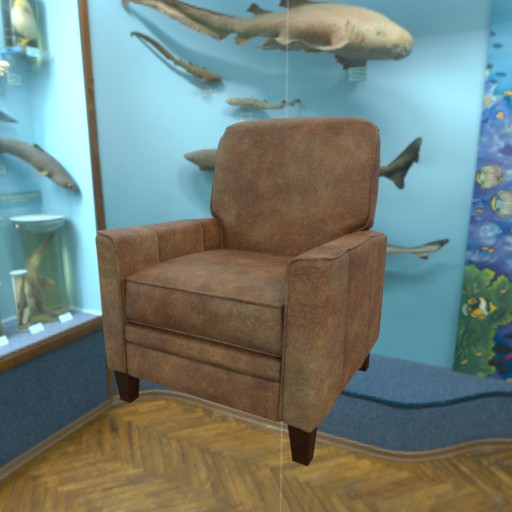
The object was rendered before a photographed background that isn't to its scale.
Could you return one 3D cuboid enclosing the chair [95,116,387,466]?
[{"bbox_3d":[0.000,0.000,1.670,0.843,1.043,0.836,7,15,28],"label":"chair"}]
